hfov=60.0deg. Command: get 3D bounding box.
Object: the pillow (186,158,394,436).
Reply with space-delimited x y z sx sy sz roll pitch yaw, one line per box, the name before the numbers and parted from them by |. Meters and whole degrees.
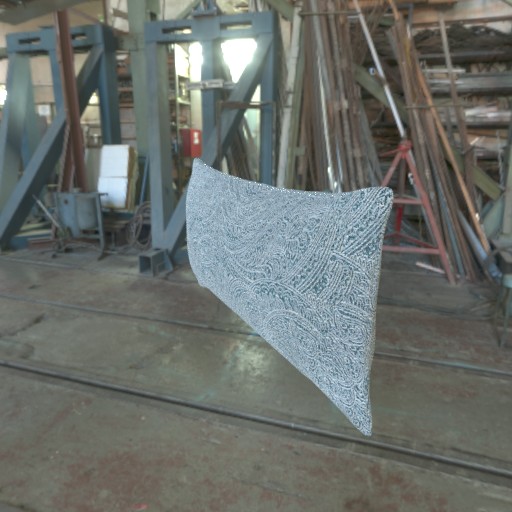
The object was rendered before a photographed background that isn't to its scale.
pillow | 0.000 0.000 0.745 0.151 0.295 0.615 -7 17 -25
